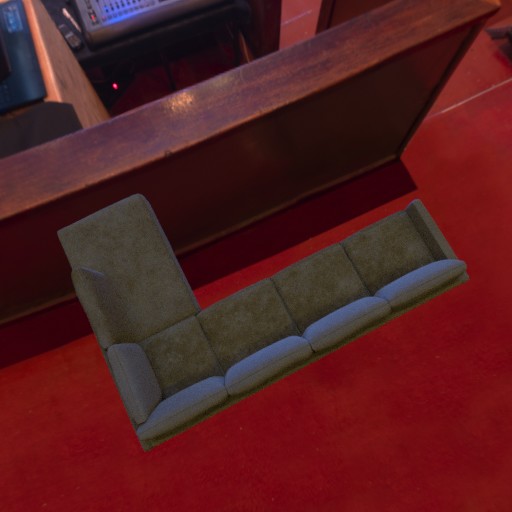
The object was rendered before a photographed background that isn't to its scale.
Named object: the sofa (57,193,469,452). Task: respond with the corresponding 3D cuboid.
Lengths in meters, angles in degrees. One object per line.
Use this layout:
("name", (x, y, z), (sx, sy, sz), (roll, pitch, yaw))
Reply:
("sofa", (0.000, 0.000, 3.242), (2.486, 0.687, 1.707), (-26, 77, -6))
